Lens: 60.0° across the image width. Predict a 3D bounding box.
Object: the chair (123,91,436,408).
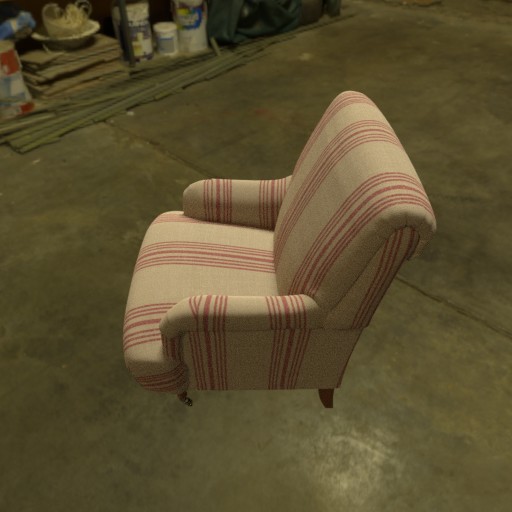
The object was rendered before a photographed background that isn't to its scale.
[{"bbox_3d":[0.000,0.000,1.865,1.058,1.123,0.933,-1,42,-1],"label":"chair"}]
